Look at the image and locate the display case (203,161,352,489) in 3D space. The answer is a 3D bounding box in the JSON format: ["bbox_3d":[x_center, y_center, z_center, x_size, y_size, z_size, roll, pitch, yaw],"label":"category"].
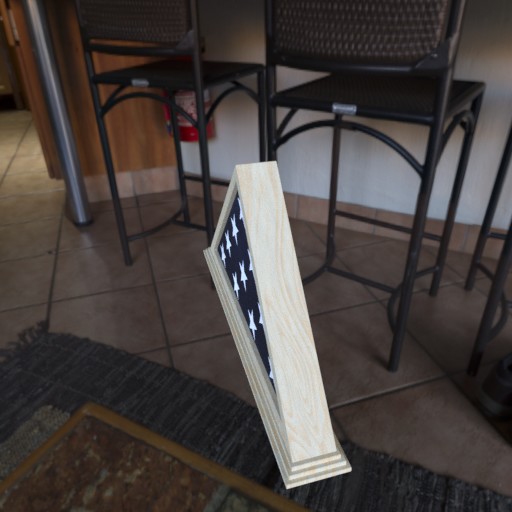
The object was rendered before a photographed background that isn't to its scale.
[{"bbox_3d":[0.000,0.000,0.779,0.095,0.340,0.640,-8,33,-13],"label":"display case"}]
